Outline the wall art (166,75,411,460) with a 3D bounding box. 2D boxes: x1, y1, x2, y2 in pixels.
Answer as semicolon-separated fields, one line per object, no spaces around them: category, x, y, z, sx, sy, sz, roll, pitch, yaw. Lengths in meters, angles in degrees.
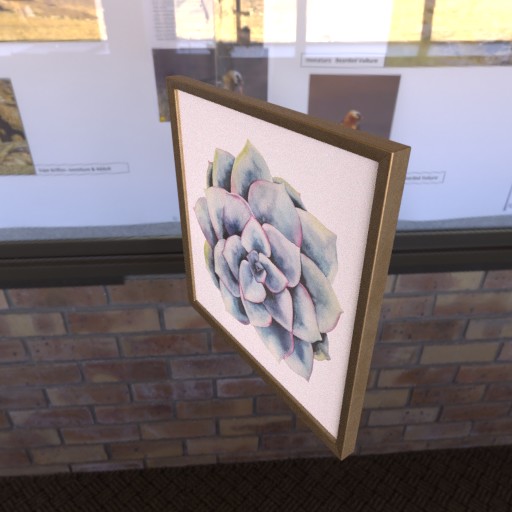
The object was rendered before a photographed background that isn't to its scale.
wall art;0.000;0.000;0.753;0.030;0.506;0.503;-21;38;-30
